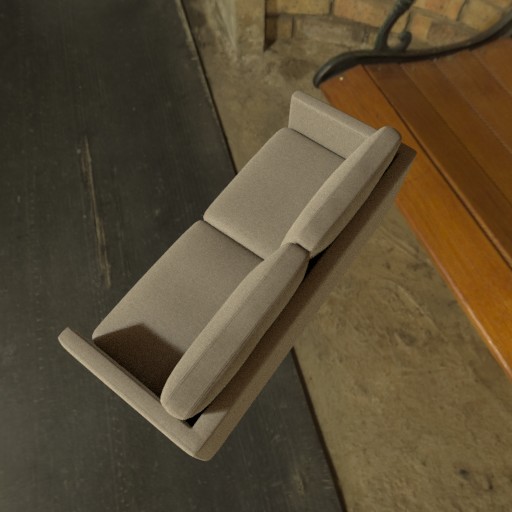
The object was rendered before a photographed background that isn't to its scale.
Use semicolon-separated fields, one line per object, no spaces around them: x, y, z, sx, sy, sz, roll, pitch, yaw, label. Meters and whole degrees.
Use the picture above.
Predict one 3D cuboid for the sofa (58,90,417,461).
0.000;0.000;2.754;0.956;0.963;2.208;33;68;16;sofa
